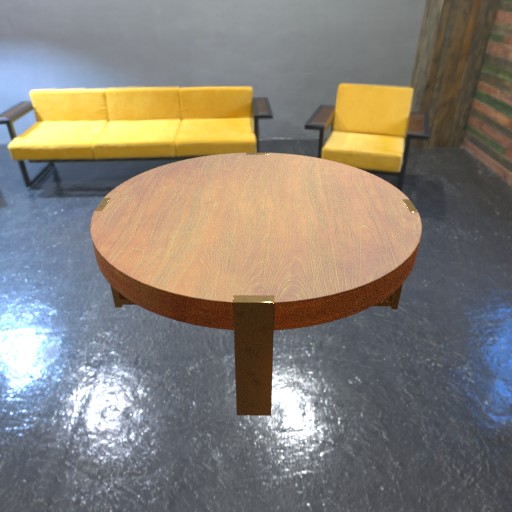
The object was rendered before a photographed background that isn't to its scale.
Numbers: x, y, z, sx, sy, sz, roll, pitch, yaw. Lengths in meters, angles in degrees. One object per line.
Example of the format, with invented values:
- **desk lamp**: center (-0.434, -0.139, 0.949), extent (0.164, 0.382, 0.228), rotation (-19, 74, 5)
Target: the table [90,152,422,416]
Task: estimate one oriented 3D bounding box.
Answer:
- **table**: center (0.000, 0.000, 1.658), extent (1.100, 0.420, 1.100), rotation (0, 32, 0)
